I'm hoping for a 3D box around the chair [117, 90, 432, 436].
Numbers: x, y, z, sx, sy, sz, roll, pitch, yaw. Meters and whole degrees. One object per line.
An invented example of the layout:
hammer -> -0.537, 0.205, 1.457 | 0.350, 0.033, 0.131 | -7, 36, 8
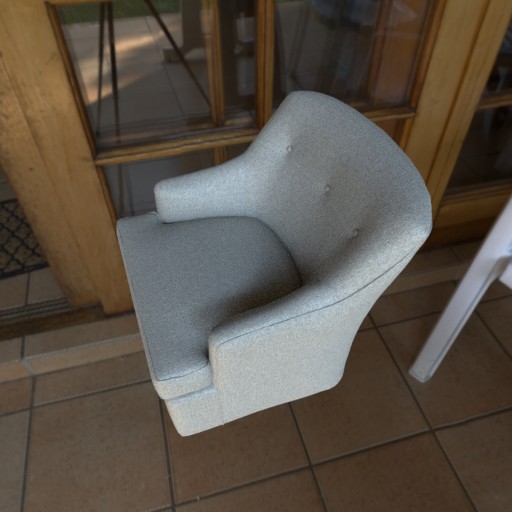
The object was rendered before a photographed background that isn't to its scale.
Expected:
chair -> 0.000, 0.000, 1.622 | 0.923, 0.856, 0.864 | -15, 48, -14
